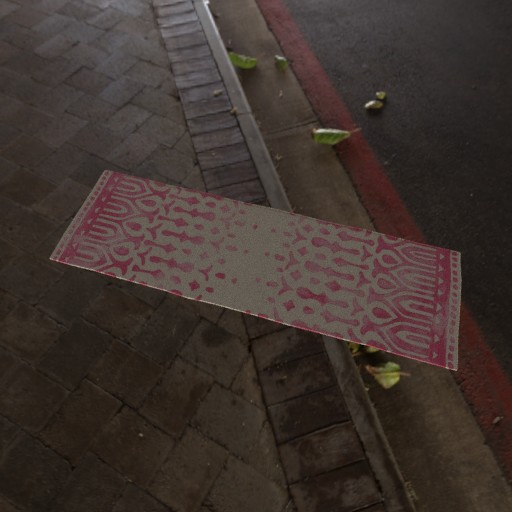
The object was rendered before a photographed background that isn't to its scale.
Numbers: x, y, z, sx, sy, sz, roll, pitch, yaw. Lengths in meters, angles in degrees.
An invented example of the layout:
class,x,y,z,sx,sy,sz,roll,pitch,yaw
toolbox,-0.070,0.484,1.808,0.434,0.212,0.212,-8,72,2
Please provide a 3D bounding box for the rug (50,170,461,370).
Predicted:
class,x,y,z,sx,sy,sz,roll,pitch,yaw
rug,0.000,0.000,2.742,2.458,0.011,0.787,14,58,9
